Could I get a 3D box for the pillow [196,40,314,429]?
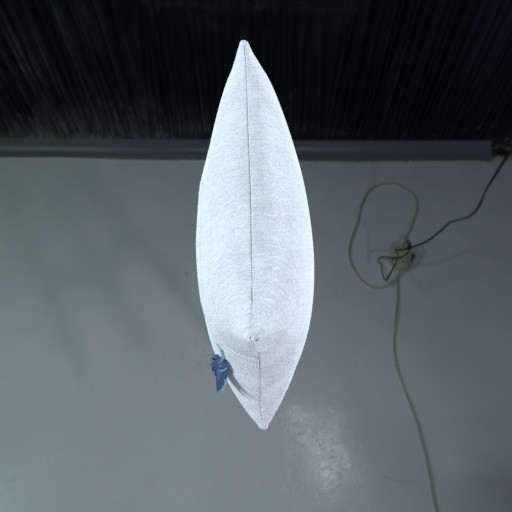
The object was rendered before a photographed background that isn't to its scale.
[{"bbox_3d":[0.000,0.000,0.682,0.173,0.436,0.433,-2,59,-1],"label":"pillow"}]
